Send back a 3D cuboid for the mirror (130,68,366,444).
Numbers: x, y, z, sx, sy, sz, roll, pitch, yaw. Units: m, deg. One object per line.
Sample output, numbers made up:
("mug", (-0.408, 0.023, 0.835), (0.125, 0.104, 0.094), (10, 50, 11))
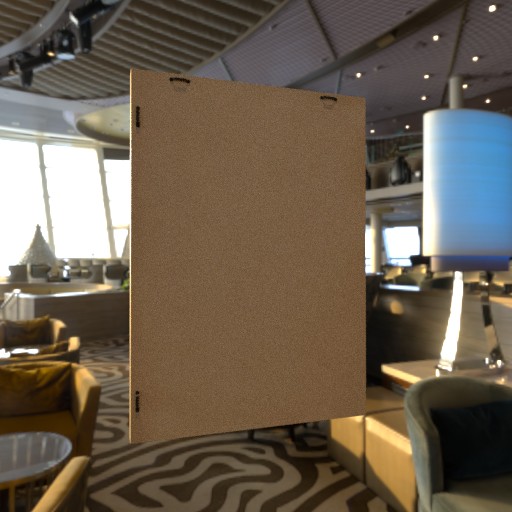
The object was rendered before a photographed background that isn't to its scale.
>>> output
("mirror", (0.000, 0.000, 0.929), (0.507, 0.710, 0.039), (0, 0, -18))
